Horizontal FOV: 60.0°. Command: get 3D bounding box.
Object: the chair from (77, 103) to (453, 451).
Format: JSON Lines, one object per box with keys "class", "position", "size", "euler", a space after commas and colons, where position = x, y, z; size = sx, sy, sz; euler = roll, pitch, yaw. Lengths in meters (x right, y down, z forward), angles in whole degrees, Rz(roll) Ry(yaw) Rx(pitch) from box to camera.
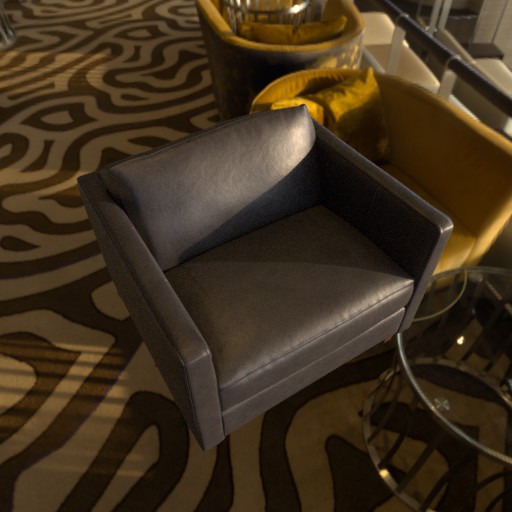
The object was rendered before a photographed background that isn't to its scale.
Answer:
{"class": "chair", "position": [0.000, 0.000, 1.612], "size": [0.939, 0.811, 0.862], "euler": [-24, 51, -21]}
